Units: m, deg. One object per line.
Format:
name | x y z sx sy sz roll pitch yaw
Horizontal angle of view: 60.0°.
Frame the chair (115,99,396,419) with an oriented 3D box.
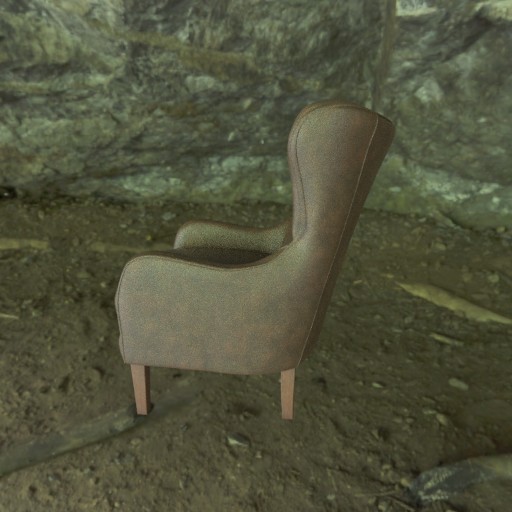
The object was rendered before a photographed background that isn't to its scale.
chair | 0.000 0.000 1.639 0.914 1.048 0.692 2 15 8
